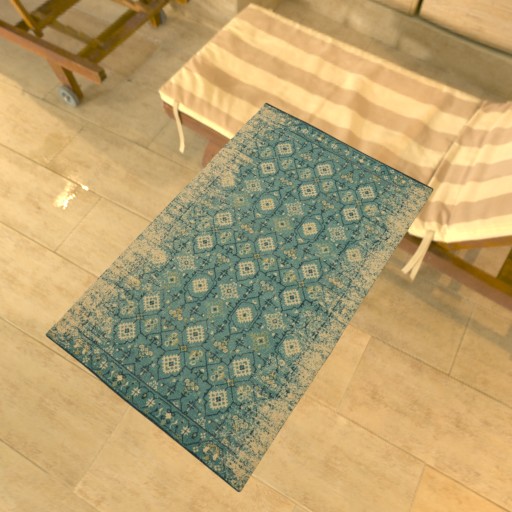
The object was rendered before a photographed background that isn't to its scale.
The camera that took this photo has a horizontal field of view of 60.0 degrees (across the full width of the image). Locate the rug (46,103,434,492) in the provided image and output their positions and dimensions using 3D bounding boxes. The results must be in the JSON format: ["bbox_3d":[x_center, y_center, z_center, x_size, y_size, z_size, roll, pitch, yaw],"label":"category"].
[{"bbox_3d":[0.000,0.000,3.035,1.530,0.015,2.449,32,67,15],"label":"rug"}]
